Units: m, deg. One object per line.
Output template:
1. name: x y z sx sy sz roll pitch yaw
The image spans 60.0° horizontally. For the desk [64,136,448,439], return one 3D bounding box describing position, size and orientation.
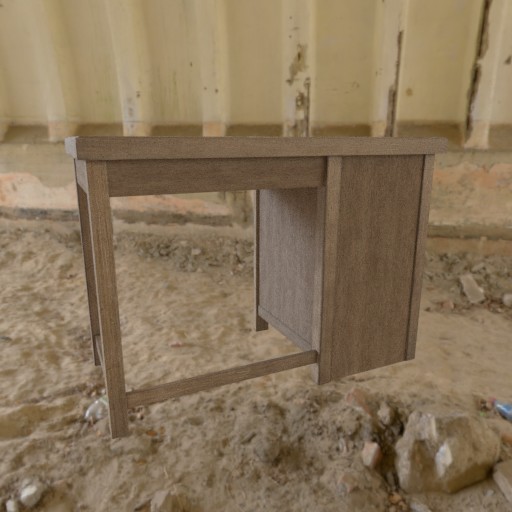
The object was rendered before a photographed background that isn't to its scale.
1. desk: 0.000 0.000 1.761 1.289 0.912 0.610 -7 16 -24
